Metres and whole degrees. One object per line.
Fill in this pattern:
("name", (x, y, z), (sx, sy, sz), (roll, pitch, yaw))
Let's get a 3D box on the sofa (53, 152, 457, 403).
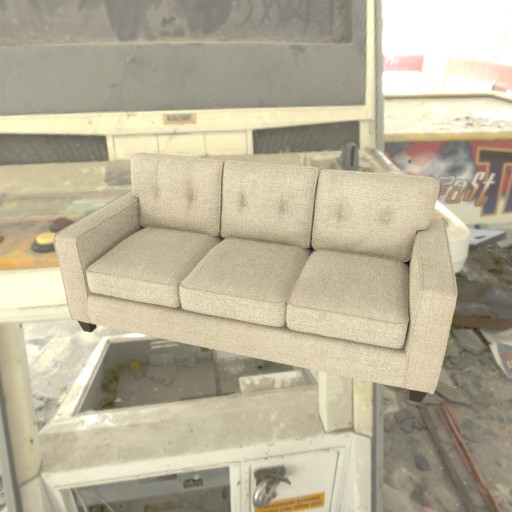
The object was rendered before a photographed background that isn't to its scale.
("sofa", (0.000, 0.000, 2.644), (2.133, 0.965, 0.939), (8, 28, 15))
